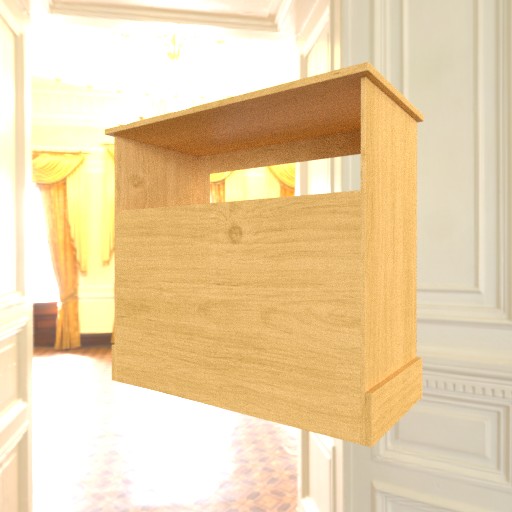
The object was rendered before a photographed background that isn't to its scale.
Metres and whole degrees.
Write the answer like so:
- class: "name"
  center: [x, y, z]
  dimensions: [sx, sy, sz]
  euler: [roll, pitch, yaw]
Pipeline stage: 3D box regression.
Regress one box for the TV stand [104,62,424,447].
- class: "TV stand"
  center: [0.000, 0.000, 1.313]
  dimensions: [0.851, 0.787, 0.430]
  euler: [0, 0, 35]
